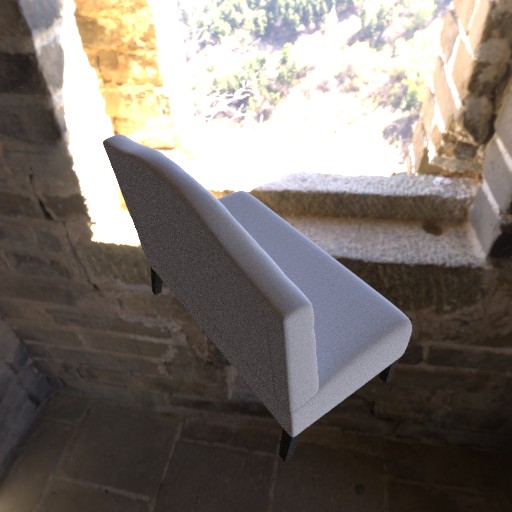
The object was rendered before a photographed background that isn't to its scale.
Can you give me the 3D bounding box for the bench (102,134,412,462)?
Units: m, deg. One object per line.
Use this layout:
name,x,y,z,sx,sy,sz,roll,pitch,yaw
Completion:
bench,0.000,0.000,2.095,0.815,1.180,1.335,-26,48,-26
